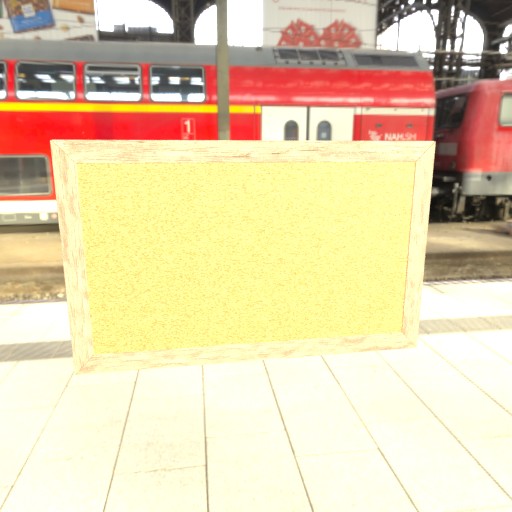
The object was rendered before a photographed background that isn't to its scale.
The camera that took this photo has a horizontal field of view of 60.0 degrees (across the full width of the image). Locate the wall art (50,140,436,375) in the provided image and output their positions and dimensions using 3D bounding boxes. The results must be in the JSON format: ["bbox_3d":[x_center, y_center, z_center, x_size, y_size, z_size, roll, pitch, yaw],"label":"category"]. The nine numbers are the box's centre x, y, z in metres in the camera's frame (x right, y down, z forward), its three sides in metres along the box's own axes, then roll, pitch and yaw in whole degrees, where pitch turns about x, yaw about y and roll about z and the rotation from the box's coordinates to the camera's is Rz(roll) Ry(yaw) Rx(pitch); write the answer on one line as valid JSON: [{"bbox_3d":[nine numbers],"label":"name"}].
[{"bbox_3d":[0.000,0.000,0.953,0.780,0.480,0.021,-2,14,-10],"label":"wall art"}]
